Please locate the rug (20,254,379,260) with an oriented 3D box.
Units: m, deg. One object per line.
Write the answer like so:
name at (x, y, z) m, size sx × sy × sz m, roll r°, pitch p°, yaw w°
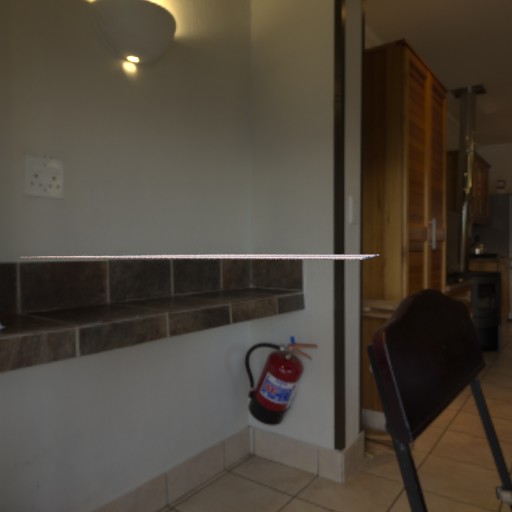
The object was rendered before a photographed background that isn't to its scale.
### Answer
rug at (0.000, 0.000, 2.971) m, size 1.532 × 0.010 × 2.441 m, roll 0°, pitch 1°, yaw 17°
